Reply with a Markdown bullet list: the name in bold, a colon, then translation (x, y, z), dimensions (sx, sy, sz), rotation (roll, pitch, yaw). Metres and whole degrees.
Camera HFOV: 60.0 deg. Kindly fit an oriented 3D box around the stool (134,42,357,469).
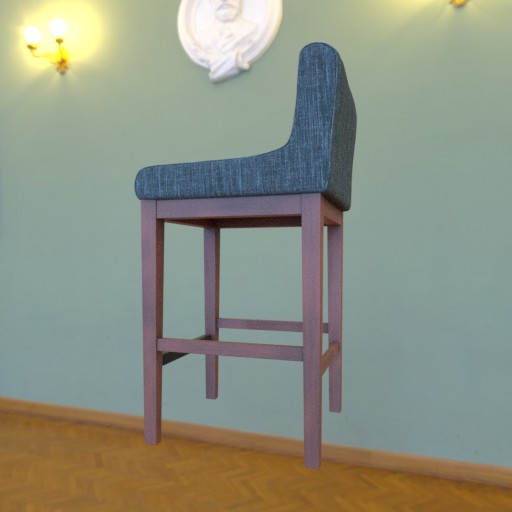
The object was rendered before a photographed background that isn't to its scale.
- **stool**: translation (0.000, 0.000, 1.090), dimensions (0.459, 0.835, 0.395), rotation (0, 0, 18)
